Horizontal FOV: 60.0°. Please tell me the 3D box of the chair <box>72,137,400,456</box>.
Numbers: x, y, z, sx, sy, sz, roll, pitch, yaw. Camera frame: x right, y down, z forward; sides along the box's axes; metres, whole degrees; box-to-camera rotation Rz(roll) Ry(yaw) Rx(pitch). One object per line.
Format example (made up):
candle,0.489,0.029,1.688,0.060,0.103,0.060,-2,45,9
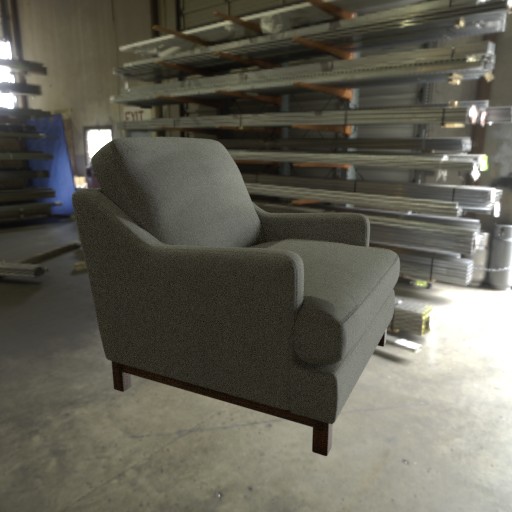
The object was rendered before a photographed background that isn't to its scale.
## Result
chair,0.000,0.000,1.571,0.892,0.821,0.826,7,15,26
